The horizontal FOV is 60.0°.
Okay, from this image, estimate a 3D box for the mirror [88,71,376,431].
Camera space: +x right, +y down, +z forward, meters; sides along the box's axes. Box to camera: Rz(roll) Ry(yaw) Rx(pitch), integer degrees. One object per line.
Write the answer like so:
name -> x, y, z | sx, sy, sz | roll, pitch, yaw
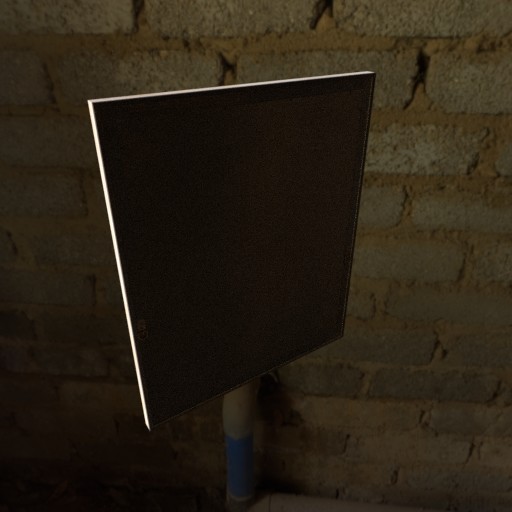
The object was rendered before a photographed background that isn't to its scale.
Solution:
mirror -> 0.000, 0.000, 1.207 | 0.730, 0.882, 0.032 | -18, 34, -29
